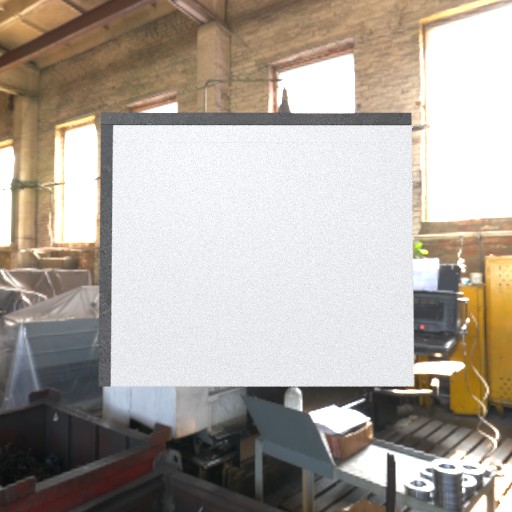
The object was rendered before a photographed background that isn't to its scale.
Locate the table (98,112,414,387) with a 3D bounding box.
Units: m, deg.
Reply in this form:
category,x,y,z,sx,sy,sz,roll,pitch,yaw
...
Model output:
category,x,y,z,sx,sy,sz,roll,pitch,yaw
table,0.000,0.000,0.915,0.400,0.350,0.700,0,-2,0
